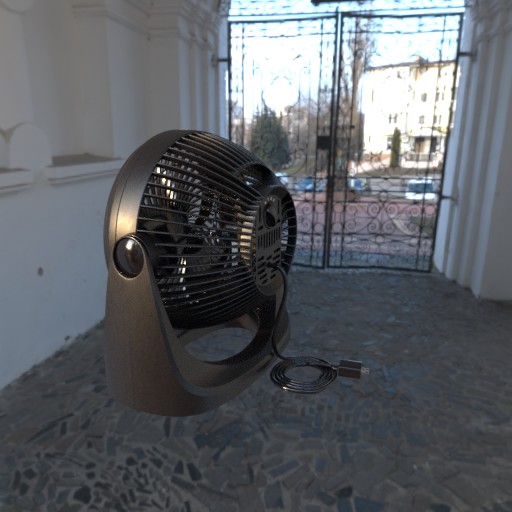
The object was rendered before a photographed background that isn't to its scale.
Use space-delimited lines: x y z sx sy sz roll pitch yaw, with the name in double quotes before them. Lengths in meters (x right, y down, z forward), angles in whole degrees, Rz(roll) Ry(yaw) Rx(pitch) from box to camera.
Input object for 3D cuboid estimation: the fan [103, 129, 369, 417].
"fan" 0.000 0.000 0.502 0.256 0.277 0.273 8 17 26
